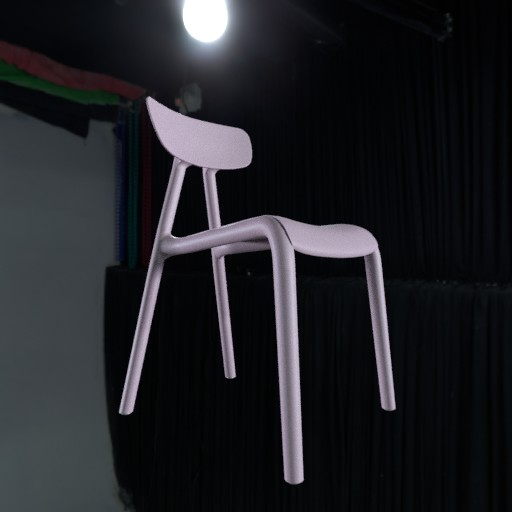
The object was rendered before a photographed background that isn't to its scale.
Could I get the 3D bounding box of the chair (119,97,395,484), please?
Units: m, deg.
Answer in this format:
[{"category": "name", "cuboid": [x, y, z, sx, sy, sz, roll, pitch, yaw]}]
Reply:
[{"category": "chair", "cuboid": [0.000, 0.000, 0.818, 0.401, 0.580, 0.356, 0, 0, 37]}]
